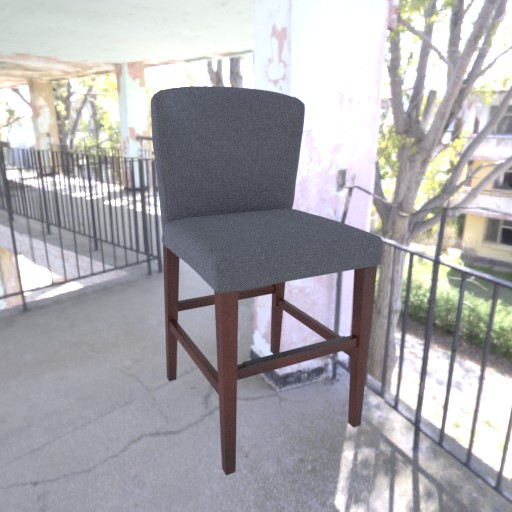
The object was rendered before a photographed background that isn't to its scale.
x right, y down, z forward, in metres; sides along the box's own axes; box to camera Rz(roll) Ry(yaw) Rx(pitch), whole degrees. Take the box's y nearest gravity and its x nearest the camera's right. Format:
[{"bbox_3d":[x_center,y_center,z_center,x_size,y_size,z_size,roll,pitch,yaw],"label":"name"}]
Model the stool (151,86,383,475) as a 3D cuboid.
[{"bbox_3d":[0.000,0.000,1.298,0.479,0.968,0.568,-8,18,-26],"label":"stool"}]
